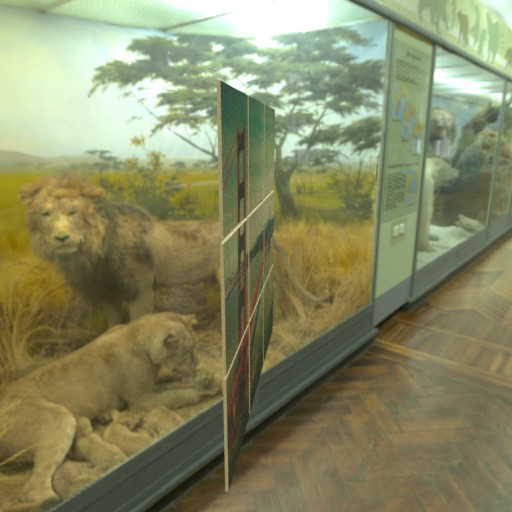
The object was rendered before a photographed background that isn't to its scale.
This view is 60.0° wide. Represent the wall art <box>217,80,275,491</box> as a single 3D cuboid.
[{"bbox_3d":[0.000,0.000,2.266,0.014,1.507,1.519,2,15,8],"label":"wall art"}]
